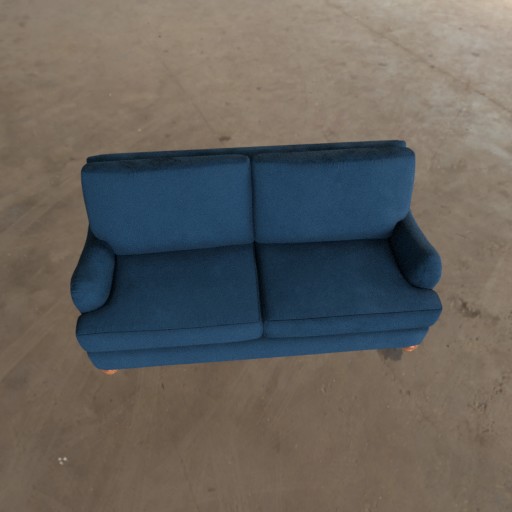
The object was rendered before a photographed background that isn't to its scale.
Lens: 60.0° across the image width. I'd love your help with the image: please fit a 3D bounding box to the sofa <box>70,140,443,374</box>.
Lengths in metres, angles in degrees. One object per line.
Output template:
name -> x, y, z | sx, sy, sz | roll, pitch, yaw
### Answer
sofa -> 0.000, 0.000, 2.829 | 2.141, 1.101, 1.084 | -4, 47, -3
